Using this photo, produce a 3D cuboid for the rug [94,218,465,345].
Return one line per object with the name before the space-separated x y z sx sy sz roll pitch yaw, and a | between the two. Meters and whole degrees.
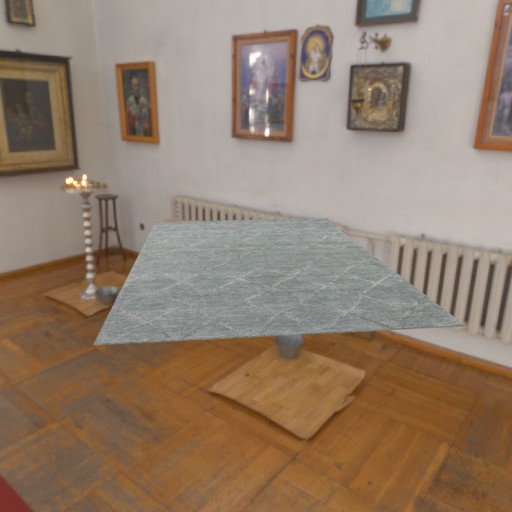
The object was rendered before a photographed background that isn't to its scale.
rug | 0.000 0.000 2.883 1.521 0.006 2.283 -2 16 -6
